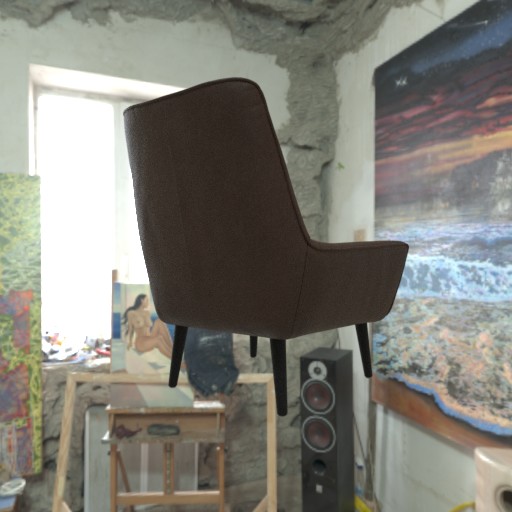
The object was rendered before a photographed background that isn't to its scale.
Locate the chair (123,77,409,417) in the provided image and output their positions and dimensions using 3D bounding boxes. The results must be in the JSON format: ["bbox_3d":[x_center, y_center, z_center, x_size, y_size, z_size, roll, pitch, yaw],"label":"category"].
[{"bbox_3d":[0.000,0.000,1.501,0.787,0.888,0.824,0,0,37],"label":"chair"}]
